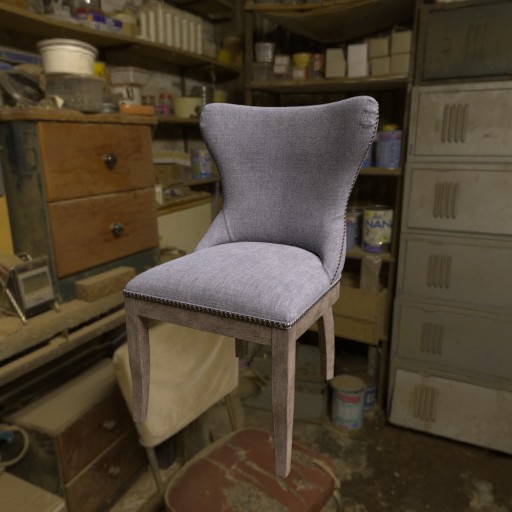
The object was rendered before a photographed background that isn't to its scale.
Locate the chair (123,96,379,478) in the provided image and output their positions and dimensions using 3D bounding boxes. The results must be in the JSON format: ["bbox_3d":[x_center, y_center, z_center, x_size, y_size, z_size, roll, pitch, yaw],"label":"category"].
[{"bbox_3d":[0.000,0.000,1.457,0.654,1.002,0.681,7,16,27],"label":"chair"}]
